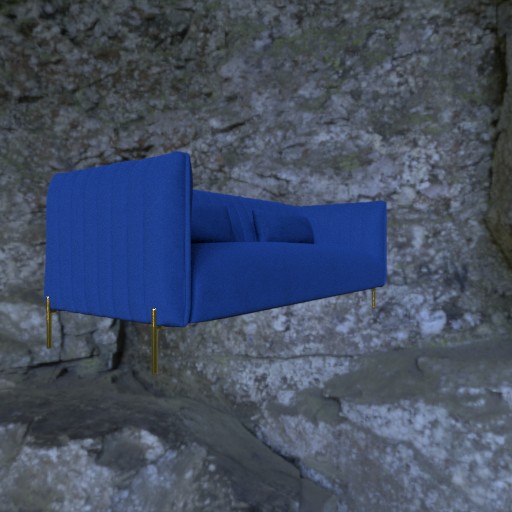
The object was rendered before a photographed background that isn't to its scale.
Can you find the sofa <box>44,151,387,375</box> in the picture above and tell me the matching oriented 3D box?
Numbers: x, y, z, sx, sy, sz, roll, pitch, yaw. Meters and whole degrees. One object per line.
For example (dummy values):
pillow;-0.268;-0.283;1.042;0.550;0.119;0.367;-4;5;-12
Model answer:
sofa;0.000;0.000;2.584;0.896;0.793;2.136;1;1;36
